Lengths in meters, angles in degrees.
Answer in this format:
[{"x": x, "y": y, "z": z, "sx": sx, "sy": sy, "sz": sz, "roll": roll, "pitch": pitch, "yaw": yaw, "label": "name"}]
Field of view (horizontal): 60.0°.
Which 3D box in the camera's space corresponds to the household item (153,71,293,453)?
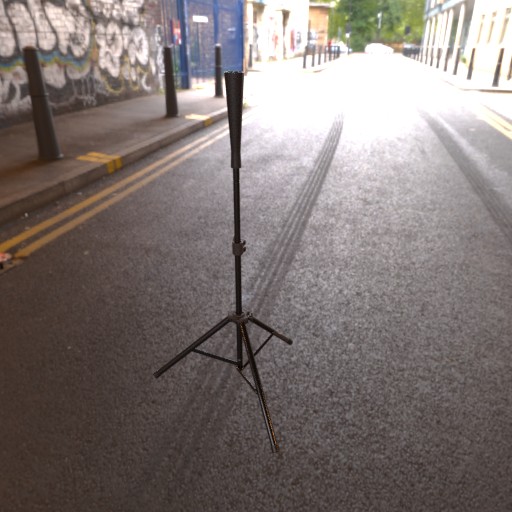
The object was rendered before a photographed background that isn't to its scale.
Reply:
[{"x": 0.000, "y": 0.000, "z": 1.390, "sx": 0.559, "sy": 1.067, "sz": 0.559, "roll": -18, "pitch": 31, "yaw": -33, "label": "household item"}]
